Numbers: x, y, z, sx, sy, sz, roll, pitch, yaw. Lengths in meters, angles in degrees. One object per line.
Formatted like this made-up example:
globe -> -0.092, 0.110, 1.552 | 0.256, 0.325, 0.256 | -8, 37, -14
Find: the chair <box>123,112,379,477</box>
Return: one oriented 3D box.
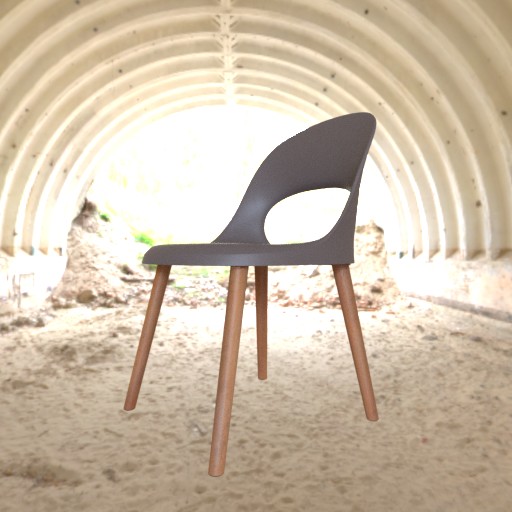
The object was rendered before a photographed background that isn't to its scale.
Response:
chair -> 0.000, 0.000, 1.127 | 0.556, 0.794, 0.470 | 0, 1, -37
